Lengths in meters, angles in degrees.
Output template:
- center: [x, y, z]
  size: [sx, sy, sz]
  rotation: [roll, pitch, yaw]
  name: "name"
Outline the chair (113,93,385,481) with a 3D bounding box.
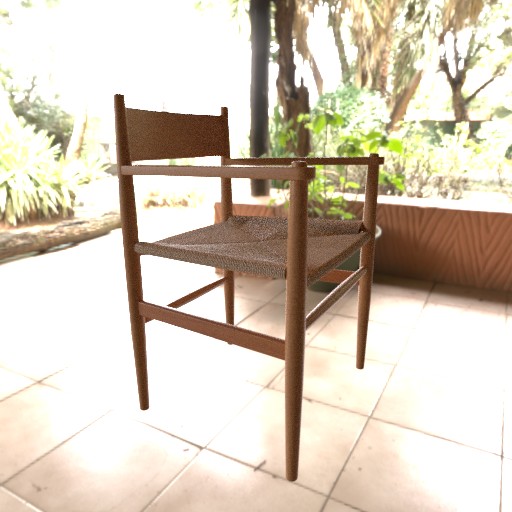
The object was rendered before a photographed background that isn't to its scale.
- center: [0.000, 0.000, 1.126]
  size: [0.495, 0.762, 0.556]
  rotation: [8, 17, 27]
  name: "chair"
